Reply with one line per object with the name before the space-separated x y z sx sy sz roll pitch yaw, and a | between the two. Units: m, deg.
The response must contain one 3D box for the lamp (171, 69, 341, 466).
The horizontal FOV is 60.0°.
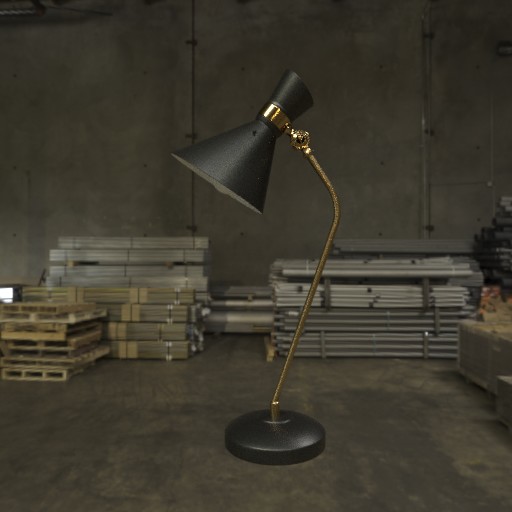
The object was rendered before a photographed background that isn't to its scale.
lamp | 0.000 0.000 0.771 0.292 0.647 0.189 0 0 3
